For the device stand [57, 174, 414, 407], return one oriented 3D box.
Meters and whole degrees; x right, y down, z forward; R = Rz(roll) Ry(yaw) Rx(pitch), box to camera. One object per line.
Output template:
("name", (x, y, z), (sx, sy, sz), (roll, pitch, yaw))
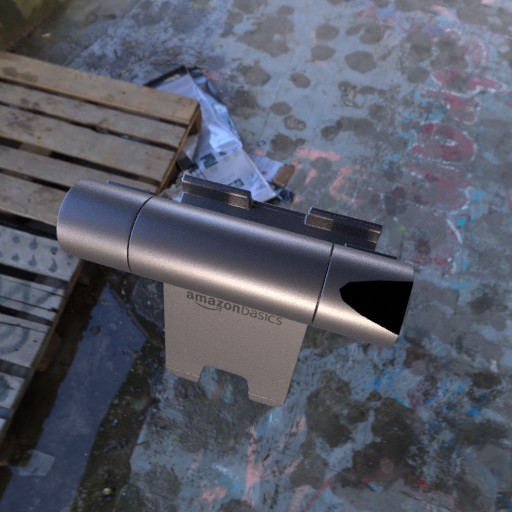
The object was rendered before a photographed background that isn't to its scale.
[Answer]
("device stand", (0.000, 0.000, 0.149), (0.088, 0.084, 0.079), (15, 65, 8))
